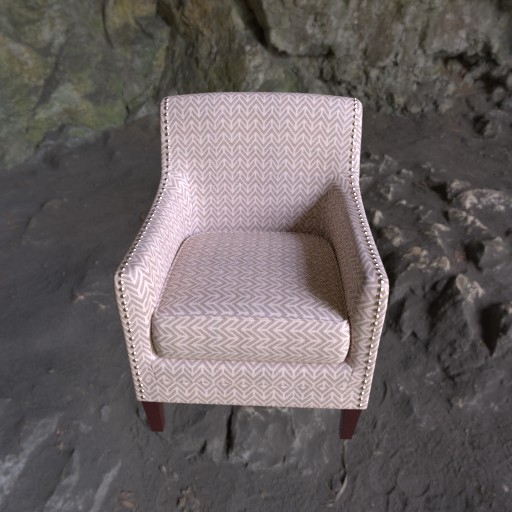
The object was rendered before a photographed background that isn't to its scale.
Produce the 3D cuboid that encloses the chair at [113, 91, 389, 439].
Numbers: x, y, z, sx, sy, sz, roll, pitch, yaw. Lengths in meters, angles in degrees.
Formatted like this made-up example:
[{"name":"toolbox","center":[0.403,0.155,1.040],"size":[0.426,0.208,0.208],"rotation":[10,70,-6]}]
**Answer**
[{"name":"chair","center":[0.000,0.000,1.308],"size":[0.623,0.816,0.651],"rotation":[1,31,2]}]
